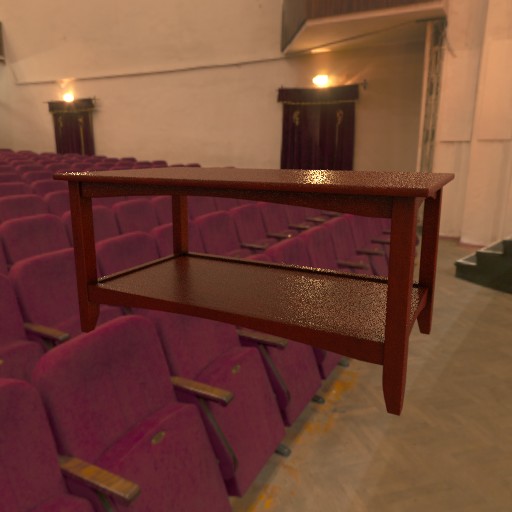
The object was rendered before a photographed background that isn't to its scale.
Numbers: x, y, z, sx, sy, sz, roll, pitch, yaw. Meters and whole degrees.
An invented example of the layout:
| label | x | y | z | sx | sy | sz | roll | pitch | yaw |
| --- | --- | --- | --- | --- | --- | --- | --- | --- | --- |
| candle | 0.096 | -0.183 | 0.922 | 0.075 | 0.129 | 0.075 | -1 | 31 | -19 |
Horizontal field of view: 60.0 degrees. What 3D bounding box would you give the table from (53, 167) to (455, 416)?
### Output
| label | x | y | z | sx | sy | sz | roll | pitch | yaw |
| --- | --- | --- | --- | --- | --- | --- | --- | --- | --- |
| table | 0.000 | 0.000 | 1.244 | 0.943 | 0.456 | 0.533 | 7 | 15 | 27 |
